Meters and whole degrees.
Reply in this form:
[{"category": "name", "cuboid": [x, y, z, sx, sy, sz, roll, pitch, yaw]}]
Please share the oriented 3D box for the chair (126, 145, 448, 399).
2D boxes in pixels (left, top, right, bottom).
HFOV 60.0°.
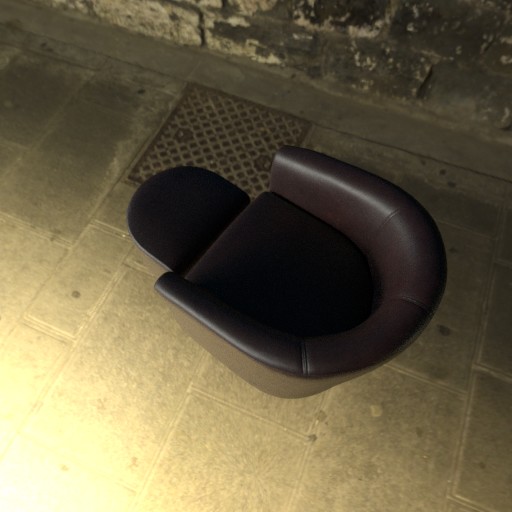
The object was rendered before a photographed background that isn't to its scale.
[{"category": "chair", "cuboid": [0.000, 0.000, 1.638, 1.176, 0.755, 0.737, 34, 68, 16]}]
